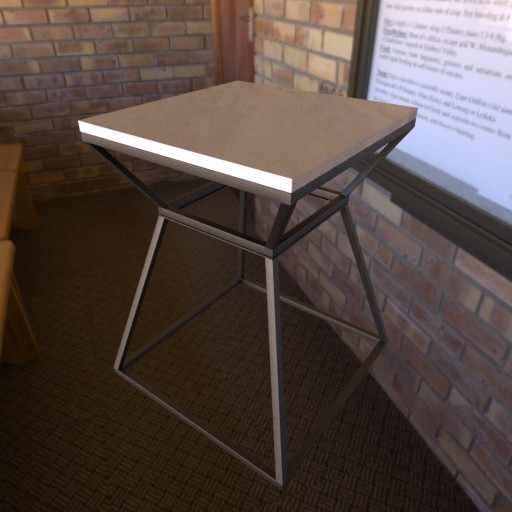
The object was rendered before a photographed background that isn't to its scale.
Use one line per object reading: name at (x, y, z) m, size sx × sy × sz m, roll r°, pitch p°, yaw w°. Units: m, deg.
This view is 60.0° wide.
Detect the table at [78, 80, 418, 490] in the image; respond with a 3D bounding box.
table at (0.000, 0.000, 0.886) m, size 0.455 × 0.559 × 0.455 m, roll 22°, pitch 38°, yaw 31°
